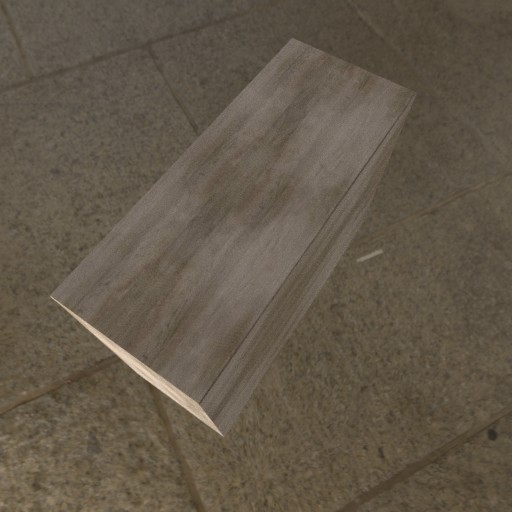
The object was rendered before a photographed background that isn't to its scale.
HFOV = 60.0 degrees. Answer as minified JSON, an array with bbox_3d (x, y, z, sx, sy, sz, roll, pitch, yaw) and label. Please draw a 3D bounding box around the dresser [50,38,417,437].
[{"bbox_3d":[0.000,0.000,1.453,0.404,0.816,0.994,31,67,14],"label":"dresser"}]
